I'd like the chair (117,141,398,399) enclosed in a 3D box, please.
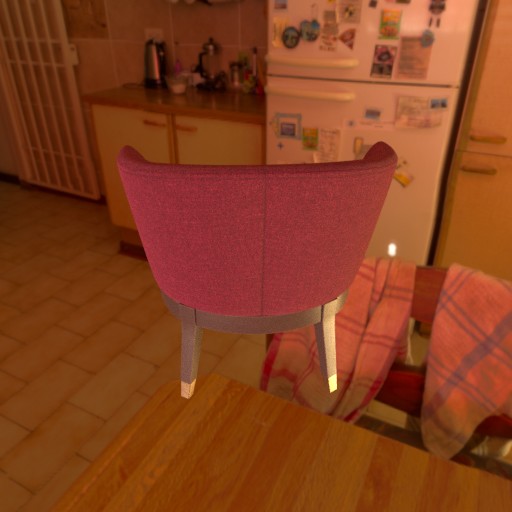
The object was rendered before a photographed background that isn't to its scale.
[{"bbox_3d":[0.000,0.000,1.326,0.700,0.760,0.660,-2,30,-3],"label":"chair"}]
